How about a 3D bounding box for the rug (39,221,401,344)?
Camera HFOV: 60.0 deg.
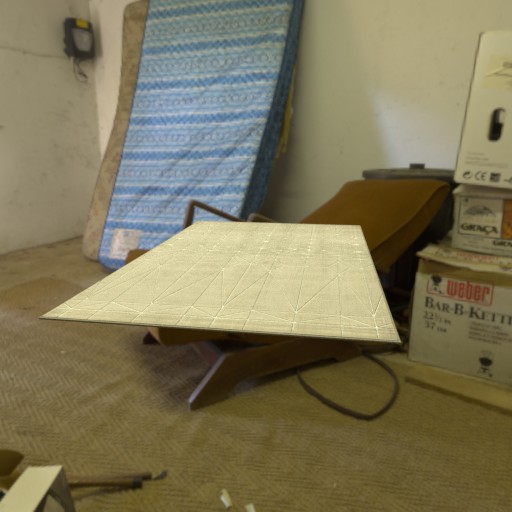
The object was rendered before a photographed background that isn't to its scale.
[{"bbox_3d":[0.000,0.000,2.981,1.524,0.012,2.438,2,15,9],"label":"rug"}]
